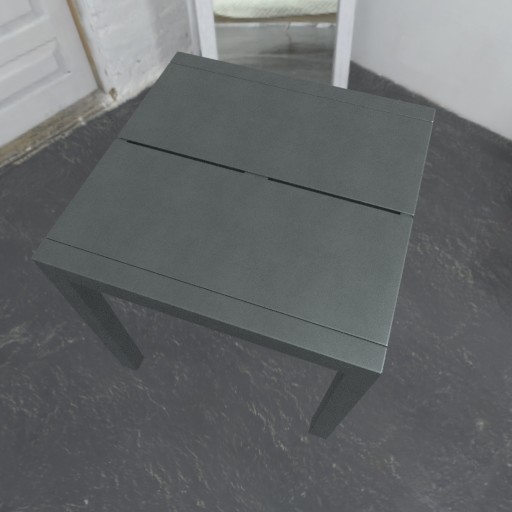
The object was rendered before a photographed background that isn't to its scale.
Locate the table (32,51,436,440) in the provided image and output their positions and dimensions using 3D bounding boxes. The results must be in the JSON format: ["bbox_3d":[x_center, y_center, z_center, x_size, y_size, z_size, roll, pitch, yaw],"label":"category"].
[{"bbox_3d":[0.000,0.000,0.930,0.508,0.508,0.508,17,60,10],"label":"table"}]
